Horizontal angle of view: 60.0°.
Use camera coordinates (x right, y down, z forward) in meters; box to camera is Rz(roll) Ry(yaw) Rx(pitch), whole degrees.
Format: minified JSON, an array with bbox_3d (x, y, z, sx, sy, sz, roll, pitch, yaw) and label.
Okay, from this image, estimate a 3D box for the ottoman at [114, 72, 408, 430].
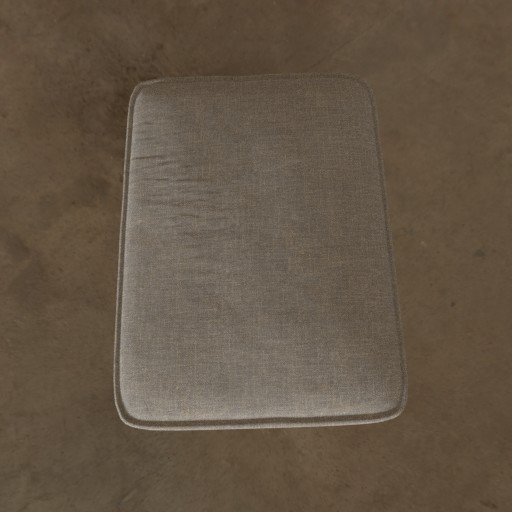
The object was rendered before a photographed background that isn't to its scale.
[{"bbox_3d":[0.000,0.000,1.086,0.559,0.457,0.762,-2,75,0],"label":"ottoman"}]
